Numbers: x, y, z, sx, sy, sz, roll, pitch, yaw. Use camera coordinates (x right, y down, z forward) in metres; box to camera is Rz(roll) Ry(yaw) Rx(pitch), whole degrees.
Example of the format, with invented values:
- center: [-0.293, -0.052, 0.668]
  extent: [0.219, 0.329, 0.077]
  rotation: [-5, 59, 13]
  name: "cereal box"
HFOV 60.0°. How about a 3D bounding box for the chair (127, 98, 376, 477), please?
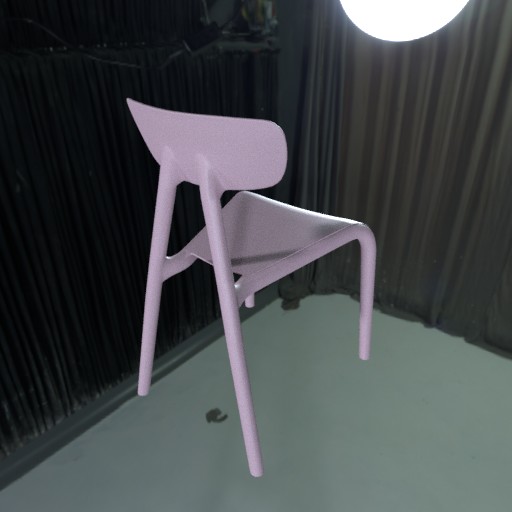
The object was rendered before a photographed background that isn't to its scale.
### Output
- center: [0.000, 0.000, 0.829]
  extent: [0.356, 0.580, 0.401]
  rotation: [20, 35, 32]
  name: "chair"
